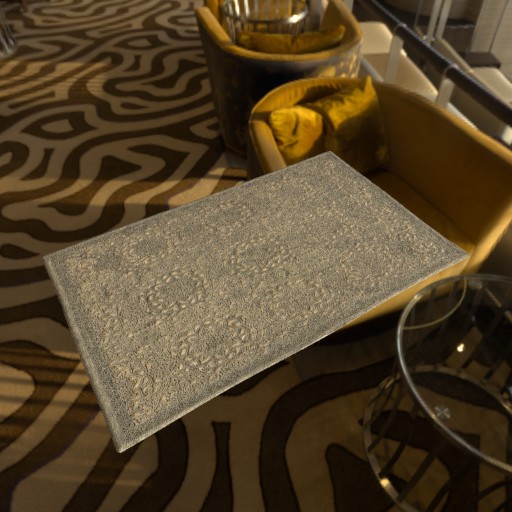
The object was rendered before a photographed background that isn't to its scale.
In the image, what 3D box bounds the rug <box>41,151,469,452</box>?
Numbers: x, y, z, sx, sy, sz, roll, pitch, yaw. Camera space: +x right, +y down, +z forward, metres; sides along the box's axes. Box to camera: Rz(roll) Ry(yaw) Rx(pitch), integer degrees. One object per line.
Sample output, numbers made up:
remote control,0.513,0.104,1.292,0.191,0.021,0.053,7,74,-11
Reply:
rug,0.000,0.000,3.018,2.498,0.022,1.535,-24,50,-22
